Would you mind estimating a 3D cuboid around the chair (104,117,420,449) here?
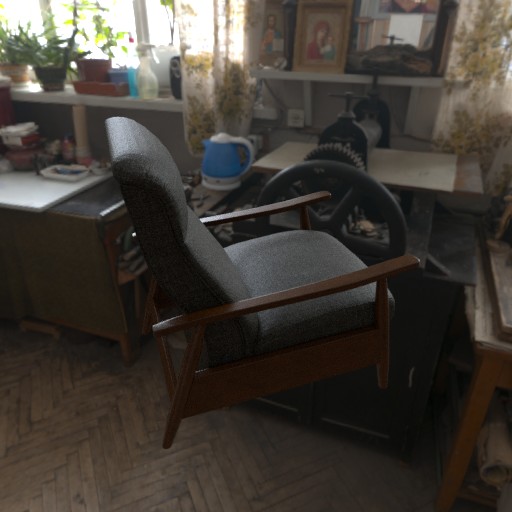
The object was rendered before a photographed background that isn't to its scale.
[{"bbox_3d":[0.000,0.000,1.820,1.014,1.082,0.762,-9,30,-16],"label":"chair"}]
